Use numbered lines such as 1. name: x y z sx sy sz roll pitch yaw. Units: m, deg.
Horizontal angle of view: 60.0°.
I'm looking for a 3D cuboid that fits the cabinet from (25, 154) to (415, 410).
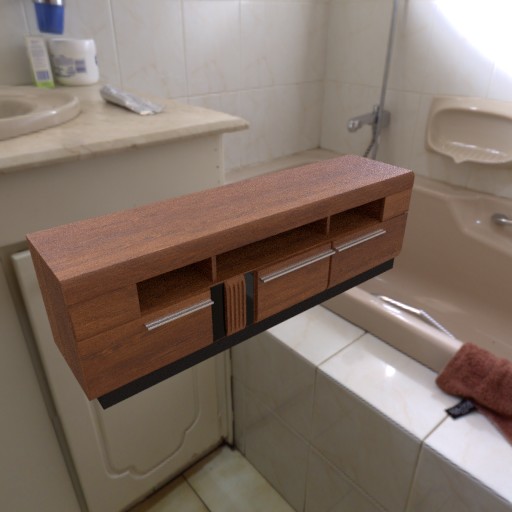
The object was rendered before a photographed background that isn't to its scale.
1. cabinet: 0.000 0.000 1.868 1.600 0.510 0.419 -20 34 -33
